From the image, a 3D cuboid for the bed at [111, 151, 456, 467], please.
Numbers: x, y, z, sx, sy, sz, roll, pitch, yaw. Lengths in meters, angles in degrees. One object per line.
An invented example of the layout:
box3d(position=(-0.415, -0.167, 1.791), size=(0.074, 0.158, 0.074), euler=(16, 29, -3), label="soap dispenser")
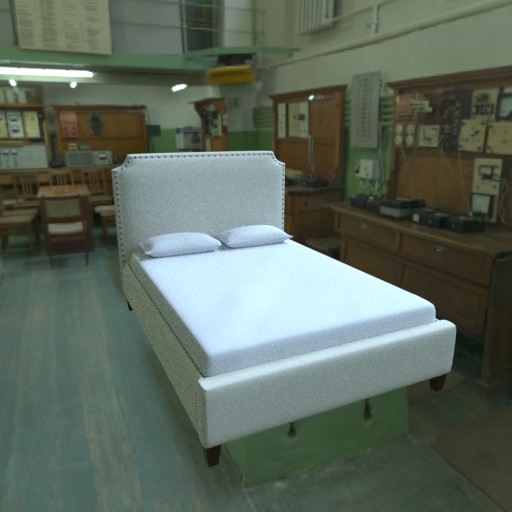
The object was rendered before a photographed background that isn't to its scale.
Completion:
box3d(position=(0.000, 0.000, 3.388), size=(1.712, 1.443, 2.372), euler=(-8, 18, -24), label="bed")
